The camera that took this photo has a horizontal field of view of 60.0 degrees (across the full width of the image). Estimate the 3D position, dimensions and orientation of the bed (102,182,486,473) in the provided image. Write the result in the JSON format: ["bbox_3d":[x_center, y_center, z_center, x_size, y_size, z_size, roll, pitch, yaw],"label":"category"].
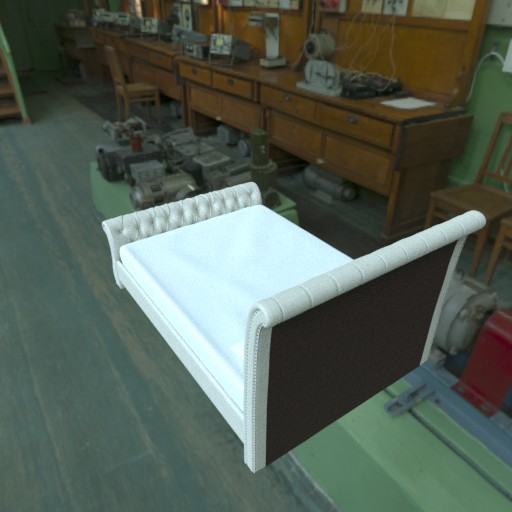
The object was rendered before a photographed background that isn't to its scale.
[{"bbox_3d":[0.000,0.000,3.411,1.606,1.268,2.493,-20,37,-29],"label":"bed"}]
